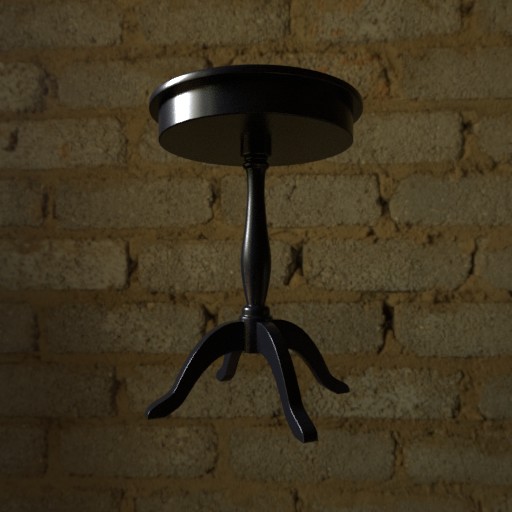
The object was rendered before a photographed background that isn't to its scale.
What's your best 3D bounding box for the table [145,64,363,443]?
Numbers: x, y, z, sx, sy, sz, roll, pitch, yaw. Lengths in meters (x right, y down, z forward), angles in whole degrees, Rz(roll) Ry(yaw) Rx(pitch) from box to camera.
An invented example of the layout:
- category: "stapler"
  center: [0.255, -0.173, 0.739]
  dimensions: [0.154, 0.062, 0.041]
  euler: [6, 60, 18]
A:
- category: "table"
  center: [0.000, 0.000, 1.007]
  dimensions: [0.481, 0.665, 0.481]
  euler: [0, -1, 0]
